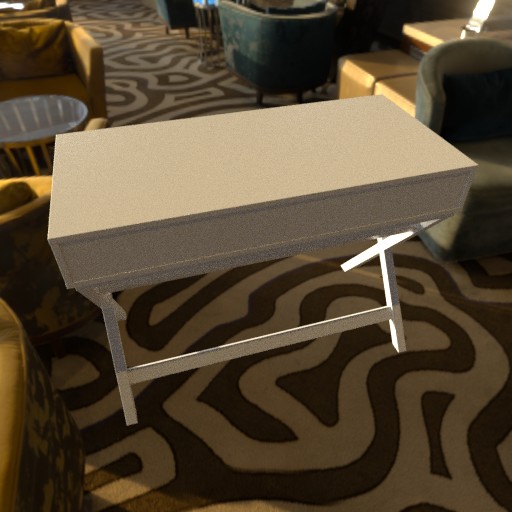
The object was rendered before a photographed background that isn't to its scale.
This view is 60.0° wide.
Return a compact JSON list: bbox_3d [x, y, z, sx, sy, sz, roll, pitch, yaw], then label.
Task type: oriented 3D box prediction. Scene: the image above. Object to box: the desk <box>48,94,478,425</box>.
[{"bbox_3d":[0.000,0.000,1.474,1.059,0.780,0.509,-11,42,-12],"label":"desk"}]
